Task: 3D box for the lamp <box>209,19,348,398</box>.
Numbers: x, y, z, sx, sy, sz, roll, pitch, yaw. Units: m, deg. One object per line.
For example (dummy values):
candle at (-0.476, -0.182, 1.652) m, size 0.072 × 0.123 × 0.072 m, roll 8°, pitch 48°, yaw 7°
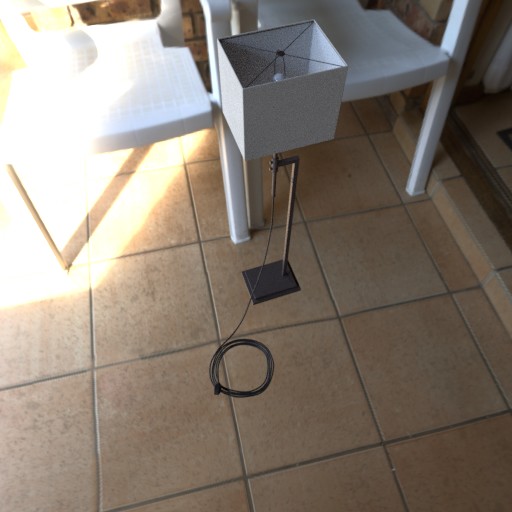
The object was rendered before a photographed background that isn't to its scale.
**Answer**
lamp at (0.000, 0.000, 1.977) m, size 0.698 × 1.600 × 0.774 m, roll -16°, pitch 59°, yaw -10°
